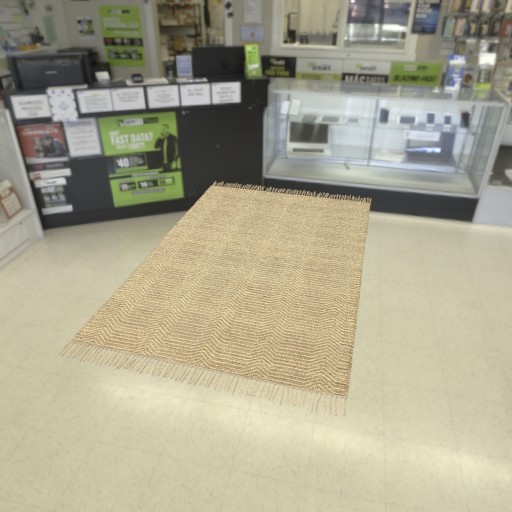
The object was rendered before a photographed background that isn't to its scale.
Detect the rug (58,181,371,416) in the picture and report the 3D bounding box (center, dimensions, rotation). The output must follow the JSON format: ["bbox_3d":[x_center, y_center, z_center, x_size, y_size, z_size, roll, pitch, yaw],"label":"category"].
[{"bbox_3d":[0.000,0.000,3.227,1.528,0.034,2.523,8,33,13],"label":"rug"}]
